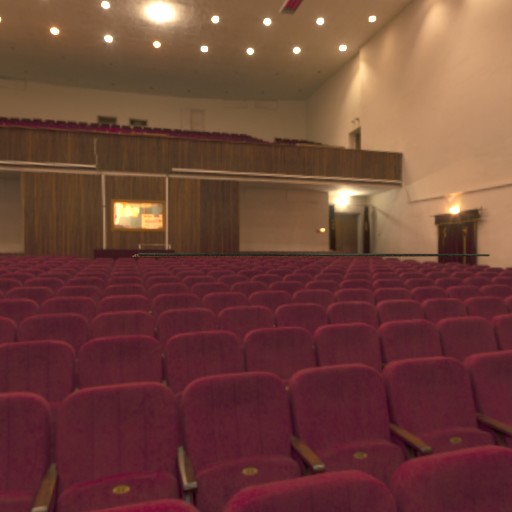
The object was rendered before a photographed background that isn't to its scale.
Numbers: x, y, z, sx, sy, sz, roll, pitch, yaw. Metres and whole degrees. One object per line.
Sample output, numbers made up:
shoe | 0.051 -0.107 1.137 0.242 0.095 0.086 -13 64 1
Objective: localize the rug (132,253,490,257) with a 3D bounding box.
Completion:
rug | 0.000 0.000 2.293 1.221 0.009 1.825 0 0 -16
